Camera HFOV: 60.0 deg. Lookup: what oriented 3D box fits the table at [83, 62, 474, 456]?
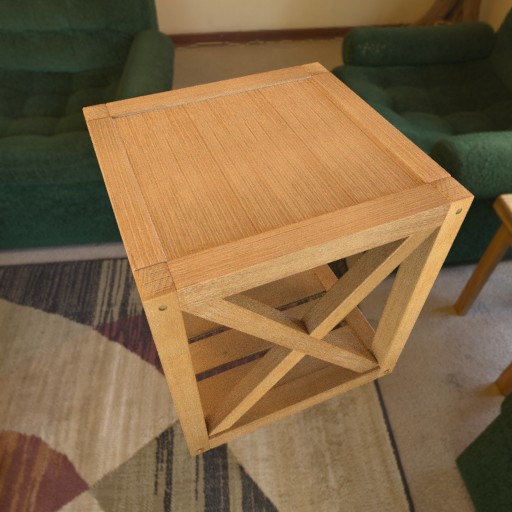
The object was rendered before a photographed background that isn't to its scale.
[{"bbox_3d":[0.000,0.000,1.054,0.559,0.610,0.558,-17,50,-15],"label":"table"}]
